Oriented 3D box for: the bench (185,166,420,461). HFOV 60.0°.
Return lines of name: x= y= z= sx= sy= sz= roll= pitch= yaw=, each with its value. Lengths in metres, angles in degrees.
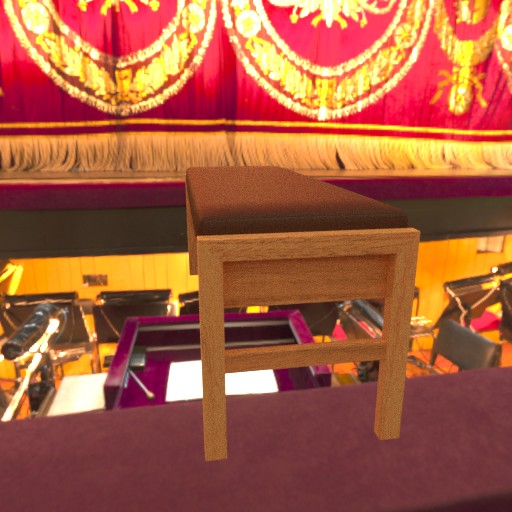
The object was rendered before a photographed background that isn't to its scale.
bench: x=0.000 y=0.000 z=1.400 sx=0.405 sy=0.480 sz=1.200 roll=-3 pitch=16 yaw=-9
